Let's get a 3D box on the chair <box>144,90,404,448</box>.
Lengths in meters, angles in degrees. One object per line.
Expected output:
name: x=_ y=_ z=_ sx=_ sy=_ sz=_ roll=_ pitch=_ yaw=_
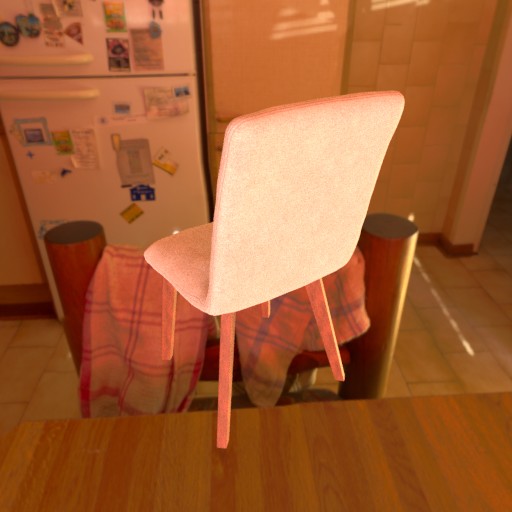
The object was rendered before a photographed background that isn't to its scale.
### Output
chair: x=0.000 y=0.000 z=1.316 sx=0.522 sy=0.974 sz=0.563 roll=-19 pitch=35 yaw=-29
